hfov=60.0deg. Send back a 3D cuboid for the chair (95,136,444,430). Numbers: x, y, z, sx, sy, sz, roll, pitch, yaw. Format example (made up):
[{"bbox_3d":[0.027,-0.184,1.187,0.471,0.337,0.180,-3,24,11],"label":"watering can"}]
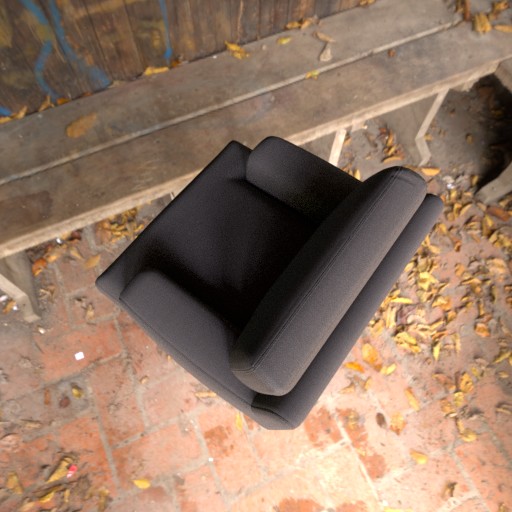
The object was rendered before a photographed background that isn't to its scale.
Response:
[{"bbox_3d":[0.000,0.000,2.047,1.143,0.940,1.168,34,70,15],"label":"chair"}]
